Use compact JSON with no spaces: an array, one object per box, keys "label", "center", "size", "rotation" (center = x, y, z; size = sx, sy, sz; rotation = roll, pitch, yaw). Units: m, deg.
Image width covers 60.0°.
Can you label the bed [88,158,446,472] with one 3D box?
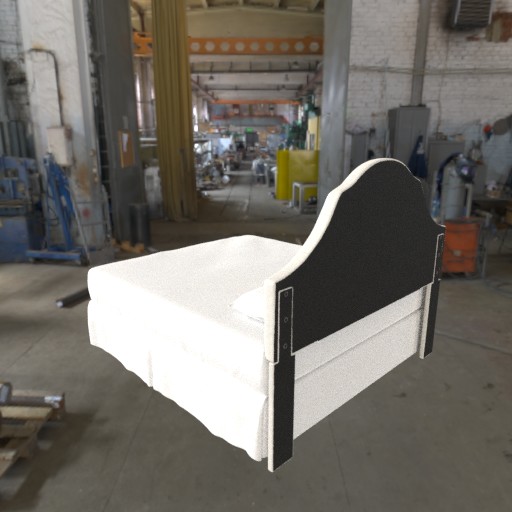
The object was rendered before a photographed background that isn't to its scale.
[{"label":"bed","center":[0.000,0.000,3.585],"size":[2.008,1.615,2.214],"rotation":[-14,21,-43]}]
